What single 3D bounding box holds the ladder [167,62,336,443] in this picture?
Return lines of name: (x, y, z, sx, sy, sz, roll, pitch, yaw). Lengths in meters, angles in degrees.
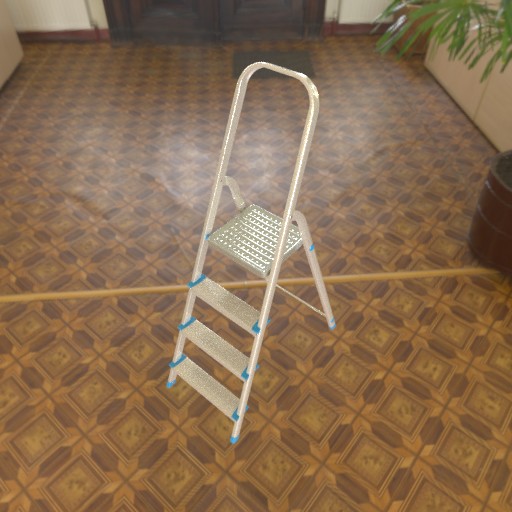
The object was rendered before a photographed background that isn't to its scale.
ladder: (0.000, 0.000, 1.788, 0.445, 1.434, 0.842, 31, 52, 27)
